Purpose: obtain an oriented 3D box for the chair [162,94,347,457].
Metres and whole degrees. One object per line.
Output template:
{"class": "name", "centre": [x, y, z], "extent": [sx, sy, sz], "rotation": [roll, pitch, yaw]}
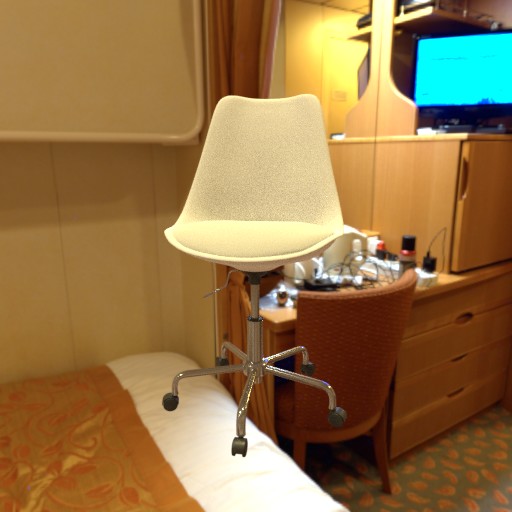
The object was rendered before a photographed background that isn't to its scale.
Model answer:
{"class": "chair", "centre": [0.000, 0.000, 1.269], "extent": [0.550, 0.930, 0.550], "rotation": [2, 13, 10]}
